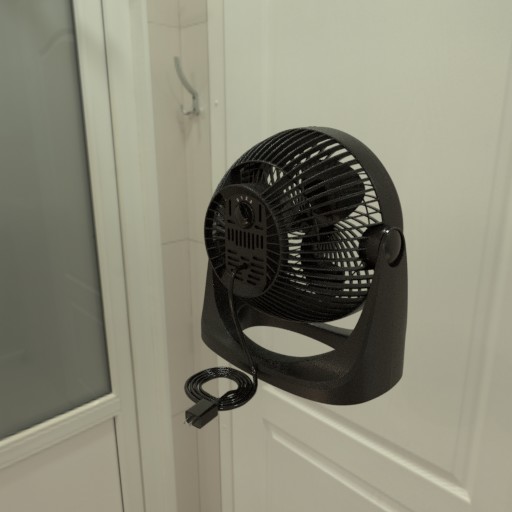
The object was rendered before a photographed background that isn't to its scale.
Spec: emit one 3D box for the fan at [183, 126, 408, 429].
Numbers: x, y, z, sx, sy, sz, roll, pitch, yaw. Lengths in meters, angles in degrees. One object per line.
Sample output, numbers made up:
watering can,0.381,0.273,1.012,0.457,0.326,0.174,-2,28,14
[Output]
fan,0.000,0.000,0.491,0.256,0.277,0.273,-15,21,-42
